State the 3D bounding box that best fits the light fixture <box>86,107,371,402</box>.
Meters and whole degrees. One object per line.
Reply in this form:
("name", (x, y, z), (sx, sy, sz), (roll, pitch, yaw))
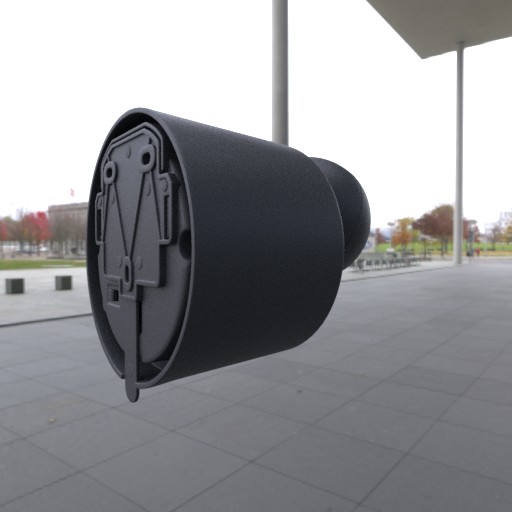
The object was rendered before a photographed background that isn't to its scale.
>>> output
("light fixture", (0.000, 0.000, 0.265), (0.160, 0.143, 0.134), (-1, 1, -37))
